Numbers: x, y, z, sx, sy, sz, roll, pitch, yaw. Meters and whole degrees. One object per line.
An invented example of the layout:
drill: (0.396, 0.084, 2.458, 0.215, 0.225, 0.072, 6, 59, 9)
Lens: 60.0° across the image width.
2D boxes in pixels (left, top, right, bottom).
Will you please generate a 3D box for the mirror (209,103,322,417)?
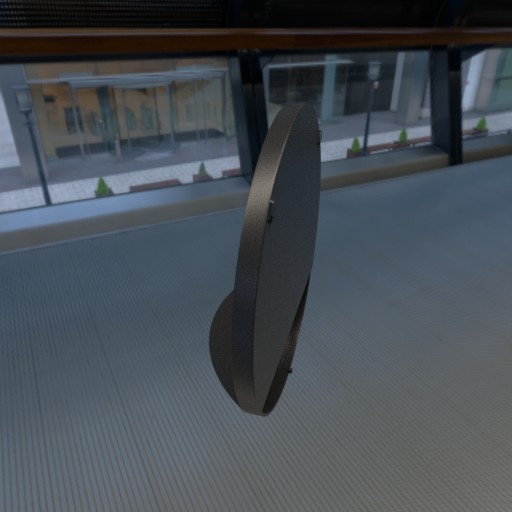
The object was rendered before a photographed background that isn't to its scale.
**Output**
mirror: (0.000, 0.000, 0.693, 0.133, 0.457, 0.457, 8, 30, 14)
